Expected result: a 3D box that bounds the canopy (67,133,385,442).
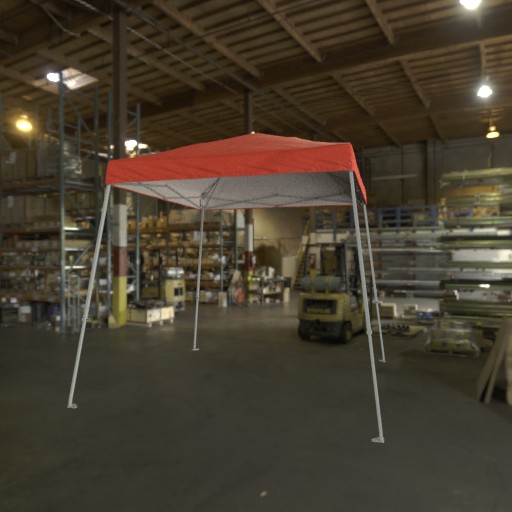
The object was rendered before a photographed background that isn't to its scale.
[{"bbox_3d":[0.000,0.000,5.124,2.850,2.850,2.849,0,-1,16],"label":"canopy"}]
